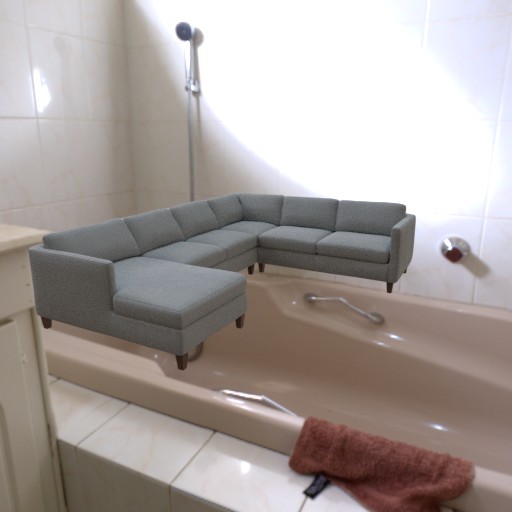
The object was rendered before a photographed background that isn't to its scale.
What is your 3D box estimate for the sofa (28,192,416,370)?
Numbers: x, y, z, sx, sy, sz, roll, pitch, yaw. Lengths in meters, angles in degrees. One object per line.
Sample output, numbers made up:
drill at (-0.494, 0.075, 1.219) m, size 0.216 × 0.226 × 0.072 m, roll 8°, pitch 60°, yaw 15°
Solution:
sofa at (0.000, 0.000, 4.447) m, size 2.551 × 0.853 × 3.238 m, roll 8°, pitch 17°, yaw 28°
